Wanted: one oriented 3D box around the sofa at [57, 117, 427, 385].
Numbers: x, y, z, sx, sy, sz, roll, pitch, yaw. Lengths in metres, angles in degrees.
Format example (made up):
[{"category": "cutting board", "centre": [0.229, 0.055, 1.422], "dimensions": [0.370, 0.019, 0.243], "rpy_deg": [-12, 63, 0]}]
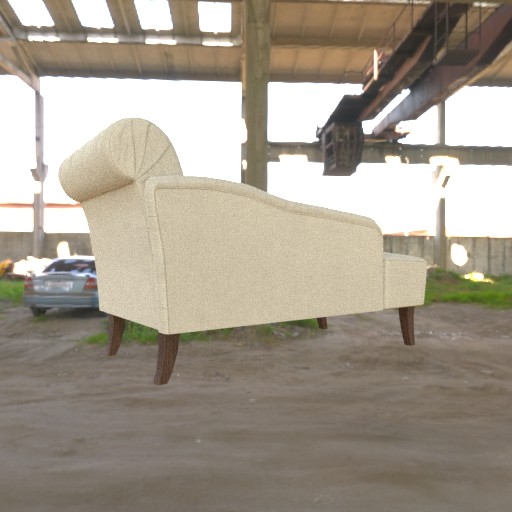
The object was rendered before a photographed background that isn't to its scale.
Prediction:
[{"category": "sofa", "centre": [0.000, 0.000, 1.795], "dimensions": [1.379, 0.787, 0.675], "rpy_deg": [0, 0, -36]}]
